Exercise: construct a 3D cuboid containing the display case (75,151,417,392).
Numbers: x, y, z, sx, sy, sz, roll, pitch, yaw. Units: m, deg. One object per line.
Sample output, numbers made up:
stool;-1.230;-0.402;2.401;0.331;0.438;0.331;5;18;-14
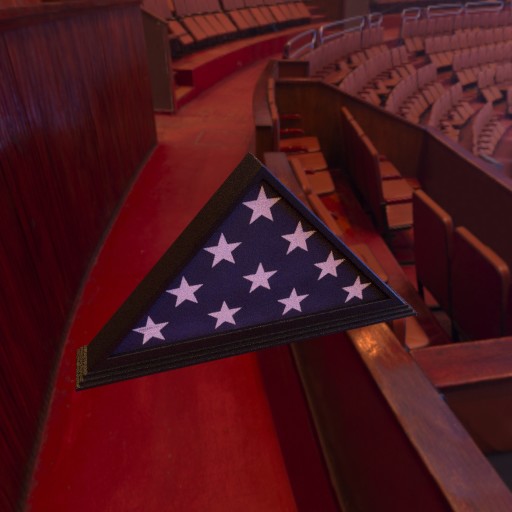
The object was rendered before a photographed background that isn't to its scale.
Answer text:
display case;0.000;0.000;0.747;0.640;0.340;0.095;-10;33;-15
